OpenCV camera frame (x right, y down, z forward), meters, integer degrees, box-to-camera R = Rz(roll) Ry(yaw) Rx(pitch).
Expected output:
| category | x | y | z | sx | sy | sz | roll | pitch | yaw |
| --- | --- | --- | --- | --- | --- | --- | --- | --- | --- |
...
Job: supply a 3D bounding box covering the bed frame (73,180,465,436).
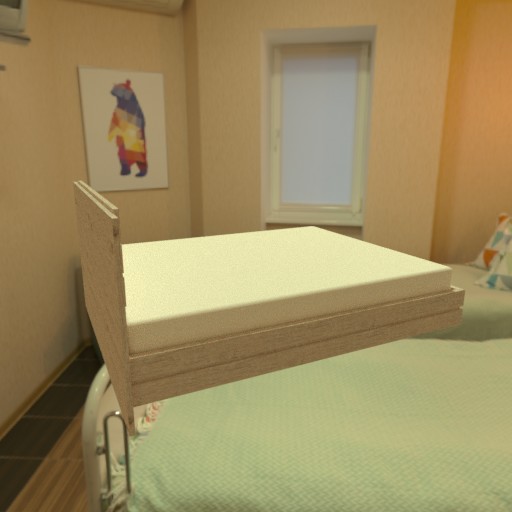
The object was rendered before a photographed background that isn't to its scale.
| category | x | y | z | sx | sy | sz | roll | pitch | yaw |
| --- | --- | --- | --- | --- | --- | --- | --- | --- | --- |
| bed frame | 0.000 | 0.000 | 3.000 | 2.080 | 0.970 | 1.750 | -7 | 16 | -25 |
